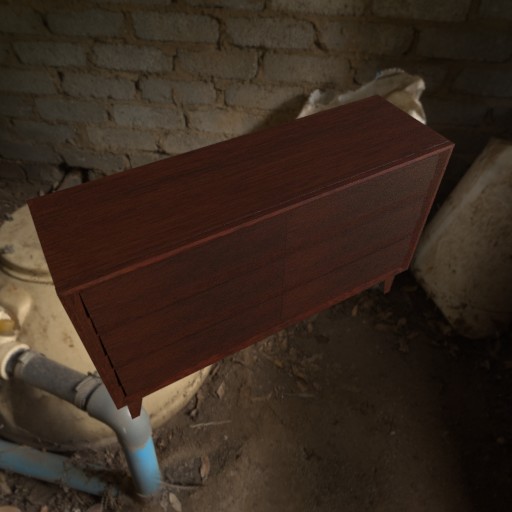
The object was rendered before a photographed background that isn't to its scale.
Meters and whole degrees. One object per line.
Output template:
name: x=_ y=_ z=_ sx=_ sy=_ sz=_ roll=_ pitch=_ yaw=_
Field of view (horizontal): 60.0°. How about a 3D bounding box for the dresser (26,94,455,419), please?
dresser: x=0.000 y=0.000 z=2.062 sx=1.609 sy=0.971 sz=0.499 roll=-22 pitch=51 yaw=-20
